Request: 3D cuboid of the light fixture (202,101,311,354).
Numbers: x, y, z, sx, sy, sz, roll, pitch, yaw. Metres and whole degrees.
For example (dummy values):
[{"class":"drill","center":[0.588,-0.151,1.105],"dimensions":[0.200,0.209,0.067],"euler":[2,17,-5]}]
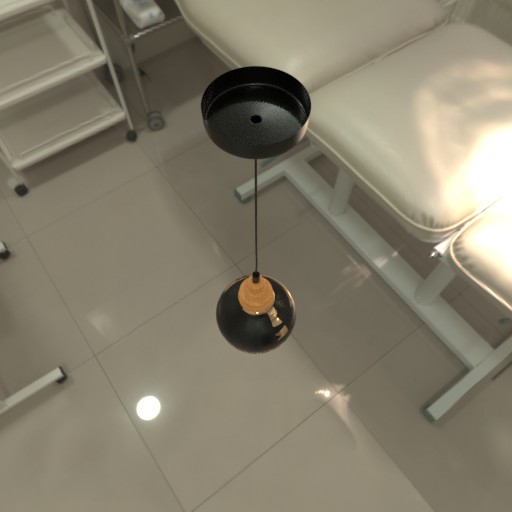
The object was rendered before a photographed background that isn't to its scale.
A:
[{"class":"light fixture","center":[0.000,0.000,1.813],"dimensions":[0.430,1.606,0.430],"euler":[-33,67,-16]}]
